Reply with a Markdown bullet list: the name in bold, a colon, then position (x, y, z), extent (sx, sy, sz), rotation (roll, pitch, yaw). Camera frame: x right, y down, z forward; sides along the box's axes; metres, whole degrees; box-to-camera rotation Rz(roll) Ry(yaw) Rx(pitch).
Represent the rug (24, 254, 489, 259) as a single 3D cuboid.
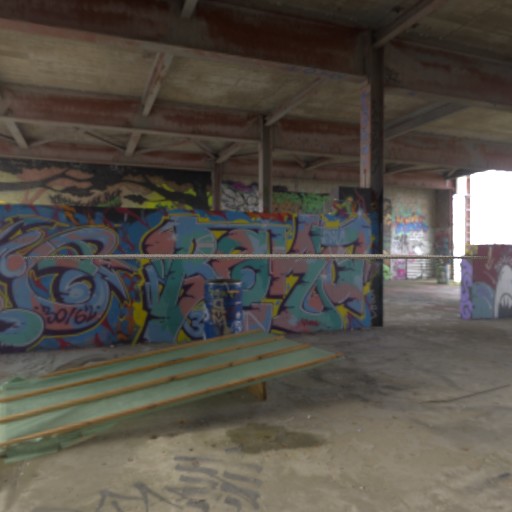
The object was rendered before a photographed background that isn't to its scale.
- **rug**: position (0.000, 0.000, 4.114), extent (3.050, 0.015, 2.441), rotation (0, 1, -1)
